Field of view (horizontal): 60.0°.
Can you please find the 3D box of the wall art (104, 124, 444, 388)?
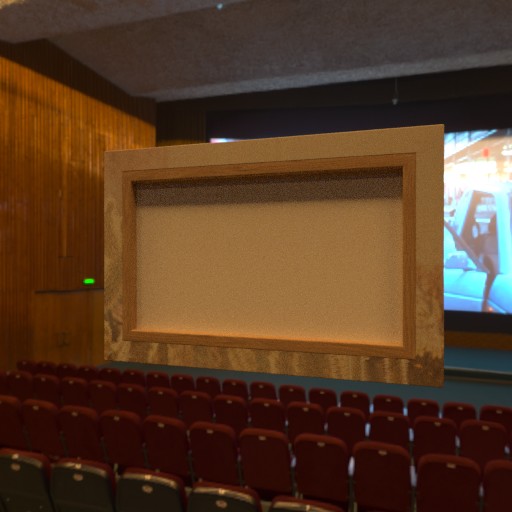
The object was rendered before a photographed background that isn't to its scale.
[{"bbox_3d":[0.000,0.000,1.460,1.142,0.758,0.041,0,0,17],"label":"wall art"}]
